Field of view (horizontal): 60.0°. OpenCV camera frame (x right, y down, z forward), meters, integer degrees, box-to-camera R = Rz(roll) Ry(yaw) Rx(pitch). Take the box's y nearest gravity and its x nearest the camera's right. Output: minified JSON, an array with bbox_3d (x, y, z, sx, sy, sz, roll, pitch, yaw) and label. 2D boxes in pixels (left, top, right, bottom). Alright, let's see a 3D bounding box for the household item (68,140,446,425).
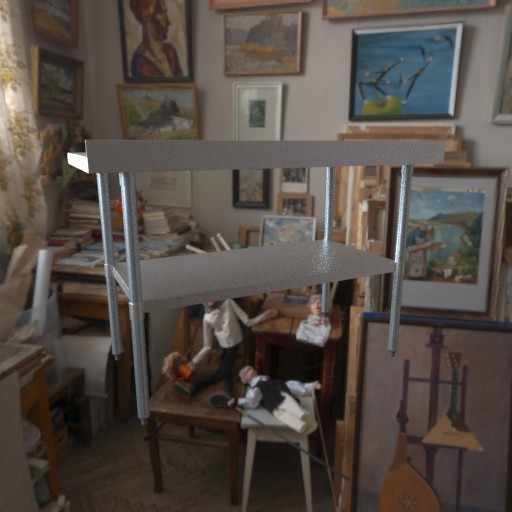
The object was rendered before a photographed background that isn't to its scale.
[{"bbox_3d":[0.000,0.000,1.696,1.219,0.851,0.610,-7,16,-26],"label":"household item"}]
